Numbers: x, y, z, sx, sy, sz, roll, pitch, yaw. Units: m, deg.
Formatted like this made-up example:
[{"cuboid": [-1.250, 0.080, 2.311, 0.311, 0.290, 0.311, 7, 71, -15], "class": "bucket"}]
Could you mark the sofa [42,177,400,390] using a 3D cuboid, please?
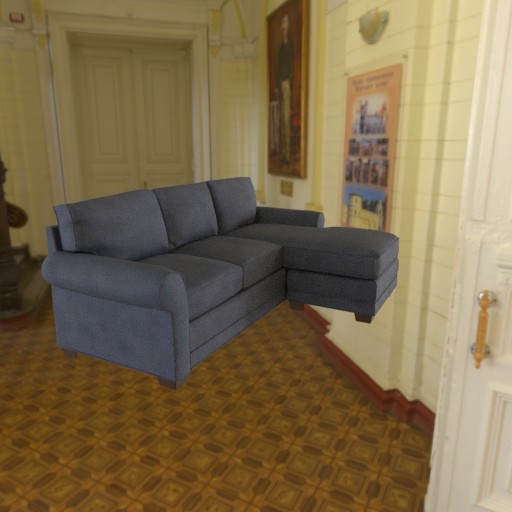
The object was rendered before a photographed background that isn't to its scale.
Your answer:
[{"cuboid": [0.000, 0.000, 3.457, 1.780, 1.063, 2.567, 8, 16, 27], "class": "sofa"}]
